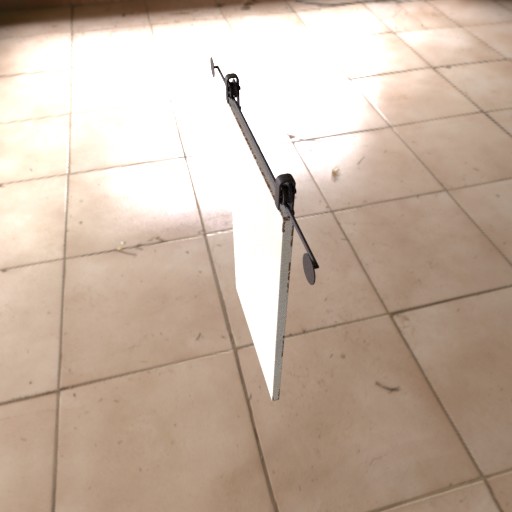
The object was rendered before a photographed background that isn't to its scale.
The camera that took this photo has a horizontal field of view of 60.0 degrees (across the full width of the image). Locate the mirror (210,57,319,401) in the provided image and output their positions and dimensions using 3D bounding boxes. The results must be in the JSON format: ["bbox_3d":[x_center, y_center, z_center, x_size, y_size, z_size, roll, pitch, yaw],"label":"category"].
[{"bbox_3d":[0.000,0.000,1.233,0.037,0.844,0.808,-12,48,-11],"label":"mirror"}]
